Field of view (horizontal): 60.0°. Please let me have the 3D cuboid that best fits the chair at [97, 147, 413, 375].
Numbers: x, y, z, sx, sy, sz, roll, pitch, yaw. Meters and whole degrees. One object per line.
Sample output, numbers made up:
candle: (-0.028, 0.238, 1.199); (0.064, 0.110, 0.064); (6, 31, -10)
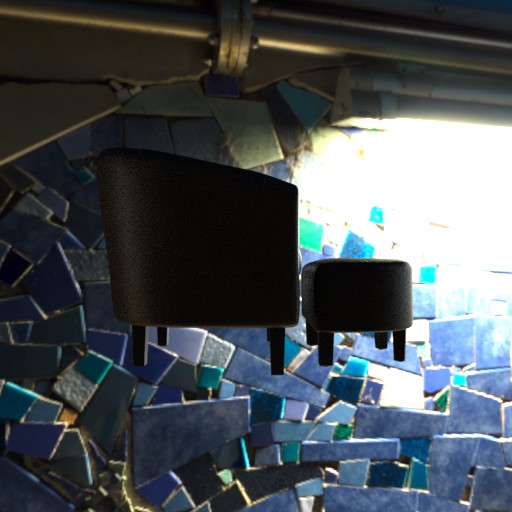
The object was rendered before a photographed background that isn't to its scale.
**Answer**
chair: (0.000, 0.000, 1.697); (1.176, 0.755, 0.737); (0, -1, 0)
